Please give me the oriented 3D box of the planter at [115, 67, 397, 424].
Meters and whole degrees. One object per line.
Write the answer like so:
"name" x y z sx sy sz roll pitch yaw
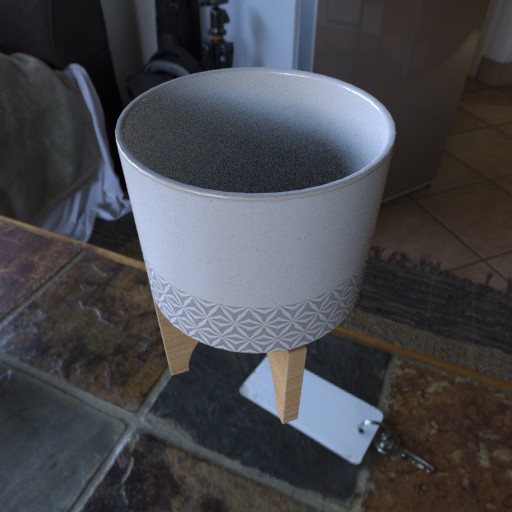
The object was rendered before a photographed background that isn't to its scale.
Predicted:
"planter" 0.000 0.000 0.517 0.249 0.343 0.249 0 43 0
